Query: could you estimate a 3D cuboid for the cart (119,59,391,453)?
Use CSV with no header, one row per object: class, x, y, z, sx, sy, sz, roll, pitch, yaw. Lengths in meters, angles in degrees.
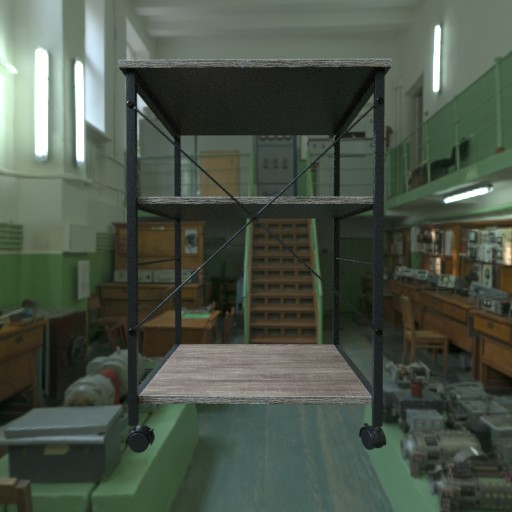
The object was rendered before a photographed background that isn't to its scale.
cart,0.000,0.000,1.113,0.521,0.762,0.520,0,1,1
